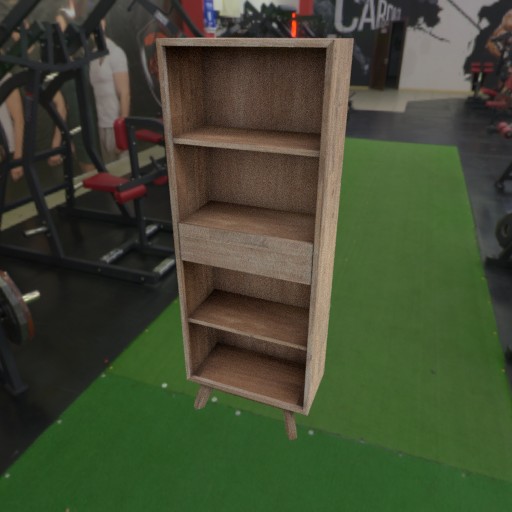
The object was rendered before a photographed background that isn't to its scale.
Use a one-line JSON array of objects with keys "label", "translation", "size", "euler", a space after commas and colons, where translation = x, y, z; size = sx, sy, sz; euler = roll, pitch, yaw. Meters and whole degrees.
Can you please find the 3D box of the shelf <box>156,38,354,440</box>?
[{"label": "shelf", "translation": [0.000, 0.000, 1.523], "size": [0.491, 1.342, 0.267], "euler": [10, 28, 19]}]
